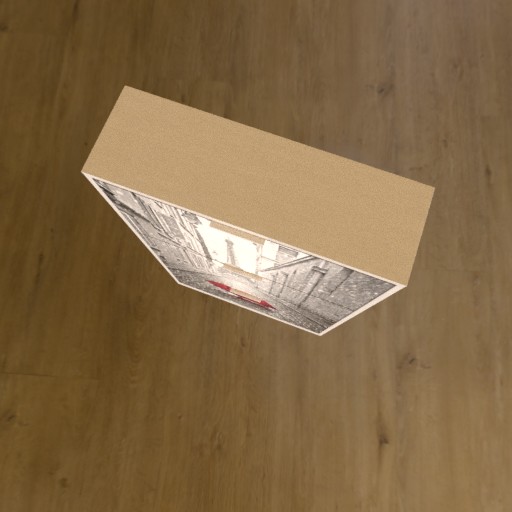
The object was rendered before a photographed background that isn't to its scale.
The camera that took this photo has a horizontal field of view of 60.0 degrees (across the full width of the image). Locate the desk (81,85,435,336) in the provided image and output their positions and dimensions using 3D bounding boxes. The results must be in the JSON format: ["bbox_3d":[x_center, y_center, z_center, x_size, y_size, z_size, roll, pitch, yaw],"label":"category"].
[{"bbox_3d":[0.000,0.000,1.599,0.750,1.280,0.250,20,76,5],"label":"desk"}]
